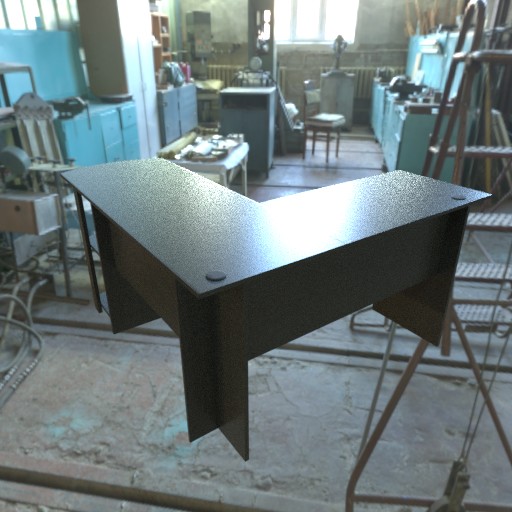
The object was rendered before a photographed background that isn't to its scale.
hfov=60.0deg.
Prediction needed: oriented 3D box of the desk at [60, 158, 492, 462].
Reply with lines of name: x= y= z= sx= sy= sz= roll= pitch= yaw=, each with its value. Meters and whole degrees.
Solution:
desk: x=0.000 y=0.000 z=2.052 sx=1.303 sy=0.716 sz=1.361 roll=-17 pitch=31 yaw=-31
